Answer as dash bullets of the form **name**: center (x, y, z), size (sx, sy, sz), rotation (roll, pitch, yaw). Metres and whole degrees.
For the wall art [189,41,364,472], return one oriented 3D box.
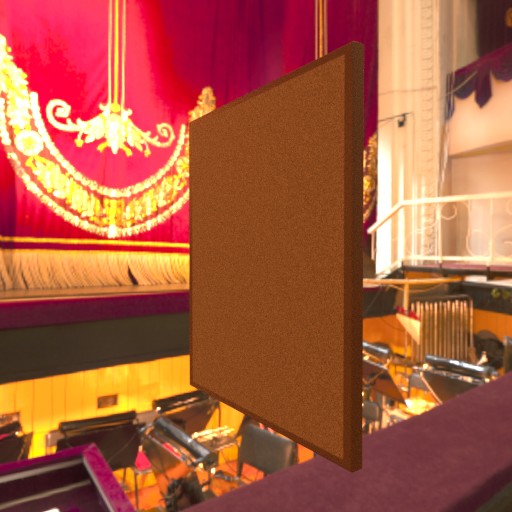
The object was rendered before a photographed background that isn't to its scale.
- **wall art**: center (0.000, 0.000, 0.517), size (0.015, 0.379, 0.310), rotation (-1, 1, -36)
